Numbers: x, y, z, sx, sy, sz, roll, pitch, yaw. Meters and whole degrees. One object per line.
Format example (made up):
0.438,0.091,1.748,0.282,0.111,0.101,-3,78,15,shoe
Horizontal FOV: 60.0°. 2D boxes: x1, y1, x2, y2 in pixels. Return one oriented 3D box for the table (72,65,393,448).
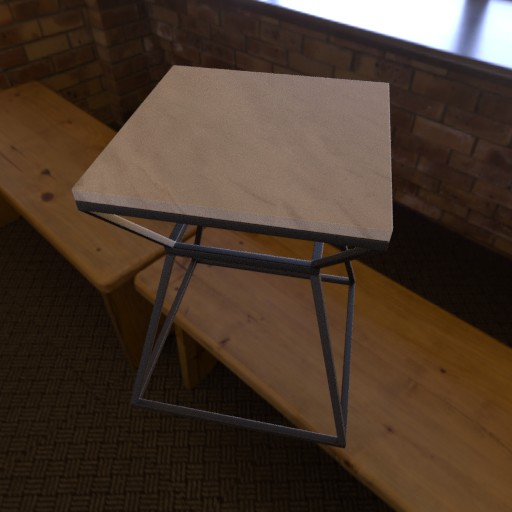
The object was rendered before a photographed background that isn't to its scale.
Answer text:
0.000,0.000,0.879,0.455,0.559,0.455,8,46,8,table
